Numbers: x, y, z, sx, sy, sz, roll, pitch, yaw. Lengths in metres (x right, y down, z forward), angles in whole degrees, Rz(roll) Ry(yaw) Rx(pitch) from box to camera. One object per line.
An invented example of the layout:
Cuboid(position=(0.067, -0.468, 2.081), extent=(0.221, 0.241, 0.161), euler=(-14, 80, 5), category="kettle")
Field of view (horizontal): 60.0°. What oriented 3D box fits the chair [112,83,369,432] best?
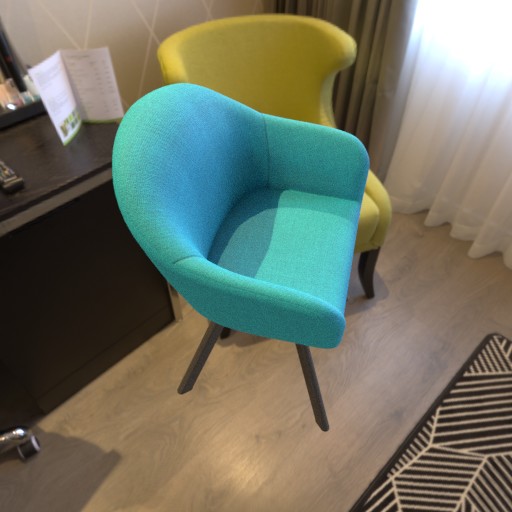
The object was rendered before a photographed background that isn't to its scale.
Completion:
Cuboid(position=(0.000, 0.000, 1.158), extent=(0.550, 0.795, 0.590), euler=(11, 48, 10), category="chair")
